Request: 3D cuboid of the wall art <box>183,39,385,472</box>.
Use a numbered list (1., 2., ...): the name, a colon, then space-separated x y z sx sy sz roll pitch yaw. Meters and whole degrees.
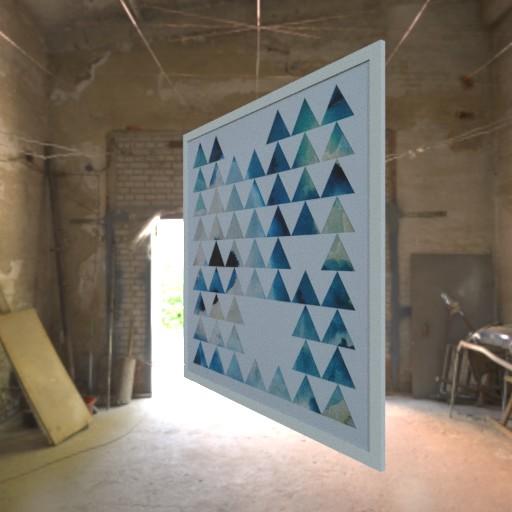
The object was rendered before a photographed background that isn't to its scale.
1. wall art: 0.000 0.000 1.159 0.012 0.809 0.809 0 0 -36
